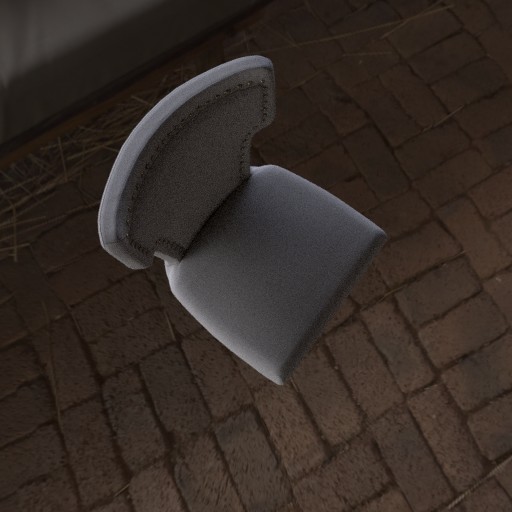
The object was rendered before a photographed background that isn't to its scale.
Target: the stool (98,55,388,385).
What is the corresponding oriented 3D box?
[{"bbox_3d":[0.000,0.000,1.317,0.563,0.982,0.527,36,78,9],"label":"stool"}]
